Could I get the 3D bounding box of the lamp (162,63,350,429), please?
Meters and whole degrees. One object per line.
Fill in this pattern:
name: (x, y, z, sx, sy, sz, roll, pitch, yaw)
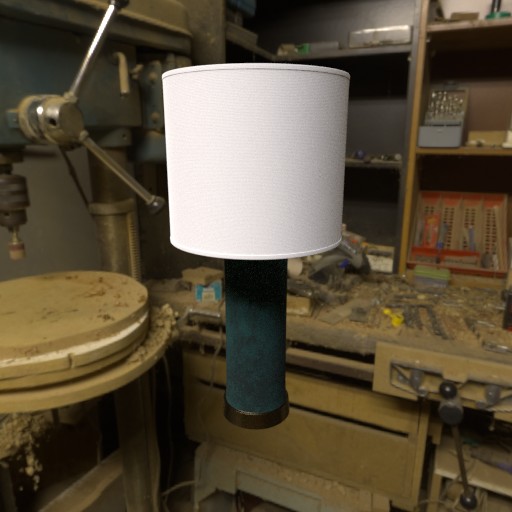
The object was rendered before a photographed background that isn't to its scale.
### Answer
lamp: (0.000, 0.000, 0.802, 0.301, 0.630, 0.301, 7, 17, 24)
